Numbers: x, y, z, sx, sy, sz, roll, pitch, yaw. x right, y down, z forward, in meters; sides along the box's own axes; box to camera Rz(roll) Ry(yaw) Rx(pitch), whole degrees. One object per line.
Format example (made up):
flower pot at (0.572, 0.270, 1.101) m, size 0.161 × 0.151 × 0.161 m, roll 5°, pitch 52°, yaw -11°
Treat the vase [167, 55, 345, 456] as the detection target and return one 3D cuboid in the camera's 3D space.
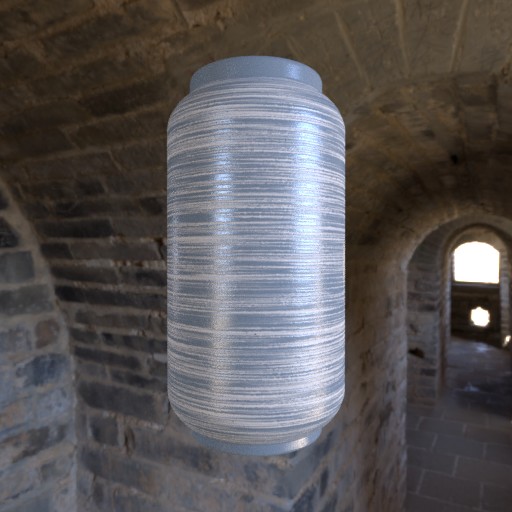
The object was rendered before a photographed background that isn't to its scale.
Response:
vase at (0.000, 0.000, 0.296) m, size 0.116 × 0.230 × 0.116 m, roll 0°, pitch 0°, yaw 0°
